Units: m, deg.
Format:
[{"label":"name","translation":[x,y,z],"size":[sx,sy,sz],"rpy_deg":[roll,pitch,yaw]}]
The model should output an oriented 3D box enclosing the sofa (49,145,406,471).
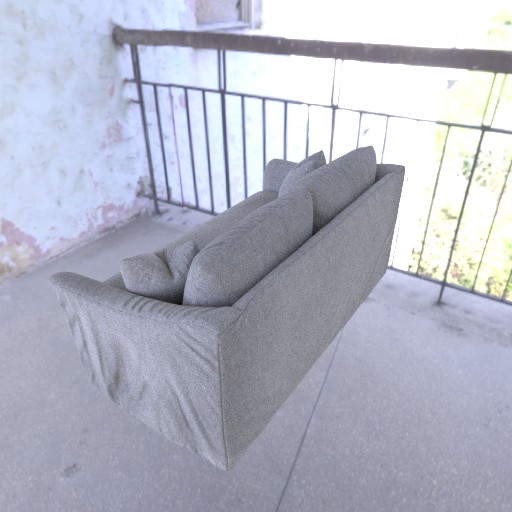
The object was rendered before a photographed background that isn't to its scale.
[{"label":"sofa","translation":[0.000,0.000,2.634],"size":[1.072,1.018,2.010],"rpy_deg":[19,36,29]}]
